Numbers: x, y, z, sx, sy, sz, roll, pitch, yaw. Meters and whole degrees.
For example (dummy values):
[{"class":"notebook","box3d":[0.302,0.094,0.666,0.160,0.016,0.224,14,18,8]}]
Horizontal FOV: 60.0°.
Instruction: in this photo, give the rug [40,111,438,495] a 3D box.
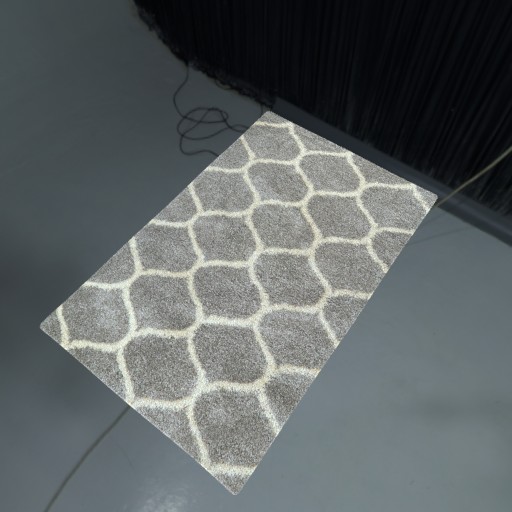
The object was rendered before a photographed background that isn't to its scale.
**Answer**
[{"class":"rug","box3d":[0.000,0.000,2.908,1.501,0.025,2.348,32,64,18]}]
